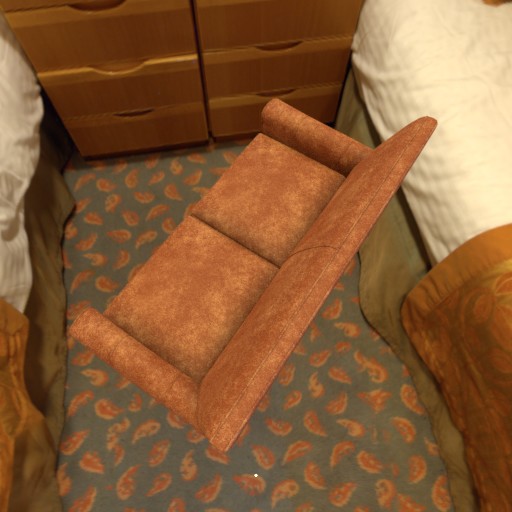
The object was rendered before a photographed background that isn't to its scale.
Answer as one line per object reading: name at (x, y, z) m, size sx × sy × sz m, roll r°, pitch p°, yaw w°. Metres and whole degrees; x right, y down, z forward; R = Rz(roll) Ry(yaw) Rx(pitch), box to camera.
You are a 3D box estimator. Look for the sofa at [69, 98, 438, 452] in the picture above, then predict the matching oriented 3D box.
sofa at (0.000, 0.000, 1.988) m, size 0.787 × 0.871 × 1.473 m, roll 31°, pitch 68°, yaw 14°
